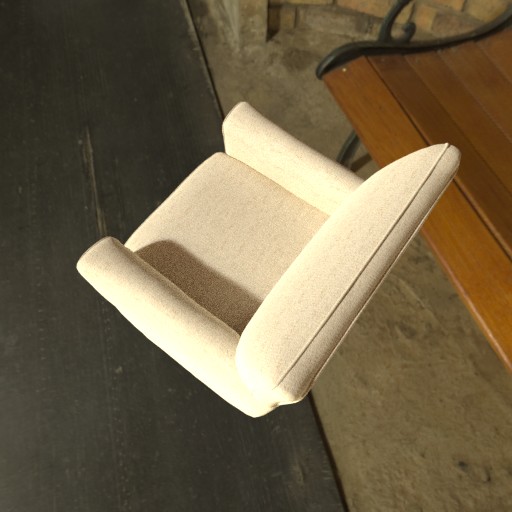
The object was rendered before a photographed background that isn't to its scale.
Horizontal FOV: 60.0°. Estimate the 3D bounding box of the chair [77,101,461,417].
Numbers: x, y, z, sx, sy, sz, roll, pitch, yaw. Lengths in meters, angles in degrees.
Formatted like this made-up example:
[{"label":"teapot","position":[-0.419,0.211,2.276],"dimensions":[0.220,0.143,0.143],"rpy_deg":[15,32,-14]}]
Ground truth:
[{"label":"chair","position":[0.000,0.000,1.566],"dimensions":[0.823,0.943,0.870],"rpy_deg":[34,69,15]}]
